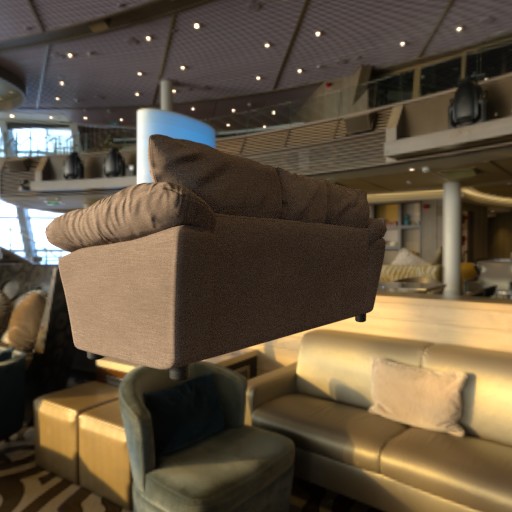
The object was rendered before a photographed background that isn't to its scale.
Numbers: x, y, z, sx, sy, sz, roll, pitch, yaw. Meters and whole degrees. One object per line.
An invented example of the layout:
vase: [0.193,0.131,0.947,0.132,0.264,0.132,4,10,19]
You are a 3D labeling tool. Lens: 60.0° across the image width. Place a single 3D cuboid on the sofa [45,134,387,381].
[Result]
sofa: [0.000,0.000,2.830,0.927,1.043,2.390,1,1,37]
